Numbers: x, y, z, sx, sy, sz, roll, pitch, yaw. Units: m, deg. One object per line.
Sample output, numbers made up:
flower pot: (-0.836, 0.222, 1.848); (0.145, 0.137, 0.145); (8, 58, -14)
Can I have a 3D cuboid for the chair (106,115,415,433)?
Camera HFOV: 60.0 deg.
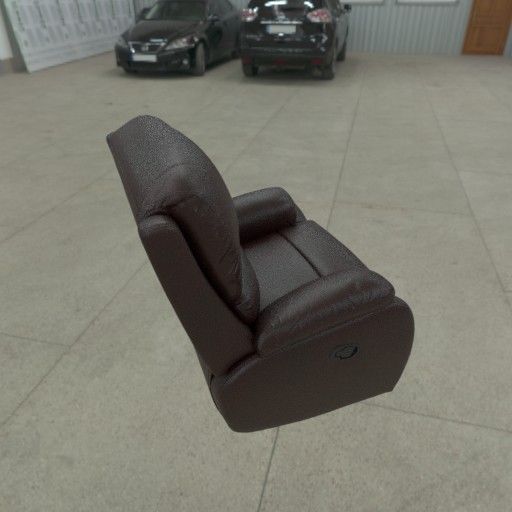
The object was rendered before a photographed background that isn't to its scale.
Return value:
chair: (0.000, 0.000, 1.691); (0.899, 1.011, 0.930); (-11, 33, -18)
